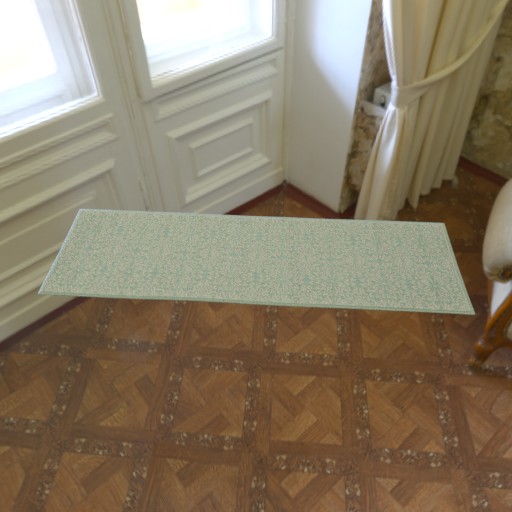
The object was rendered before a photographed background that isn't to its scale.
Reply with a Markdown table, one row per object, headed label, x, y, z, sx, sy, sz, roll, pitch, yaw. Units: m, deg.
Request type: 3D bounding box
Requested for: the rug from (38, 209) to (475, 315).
| label | x | y | z | sx | sy | sz | roll | pitch | yaw |
| --- | --- | --- | --- | --- | --- | --- | --- | --- | --- |
| rug | 0.000 | 0.000 | 2.444 | 2.196 | 0.011 | 0.662 | 2 | 47 | 2 |
